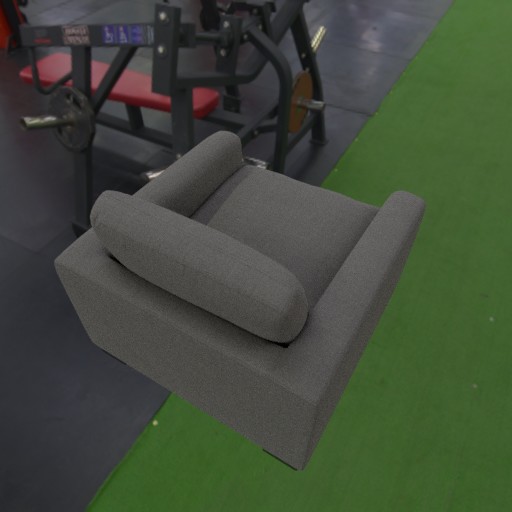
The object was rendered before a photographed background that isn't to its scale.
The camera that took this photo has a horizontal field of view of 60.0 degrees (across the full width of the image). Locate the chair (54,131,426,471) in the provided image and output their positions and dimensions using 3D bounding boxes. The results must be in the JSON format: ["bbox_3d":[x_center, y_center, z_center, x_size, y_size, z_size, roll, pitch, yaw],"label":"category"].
[{"bbox_3d":[0.000,0.000,1.853,1.070,0.847,1.100,24,51,21],"label":"chair"}]
